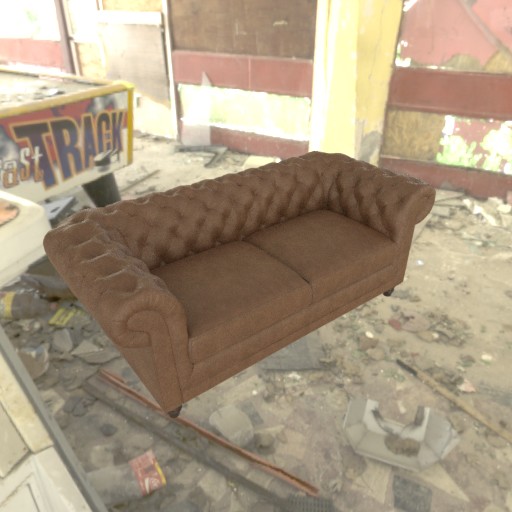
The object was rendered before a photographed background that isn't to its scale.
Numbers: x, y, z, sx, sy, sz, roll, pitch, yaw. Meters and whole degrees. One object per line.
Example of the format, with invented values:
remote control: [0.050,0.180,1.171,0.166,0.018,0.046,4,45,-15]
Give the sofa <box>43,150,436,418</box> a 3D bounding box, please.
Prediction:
sofa: [0.000,0.000,2.559,2.048,0.784,0.955,-21,36,-32]
